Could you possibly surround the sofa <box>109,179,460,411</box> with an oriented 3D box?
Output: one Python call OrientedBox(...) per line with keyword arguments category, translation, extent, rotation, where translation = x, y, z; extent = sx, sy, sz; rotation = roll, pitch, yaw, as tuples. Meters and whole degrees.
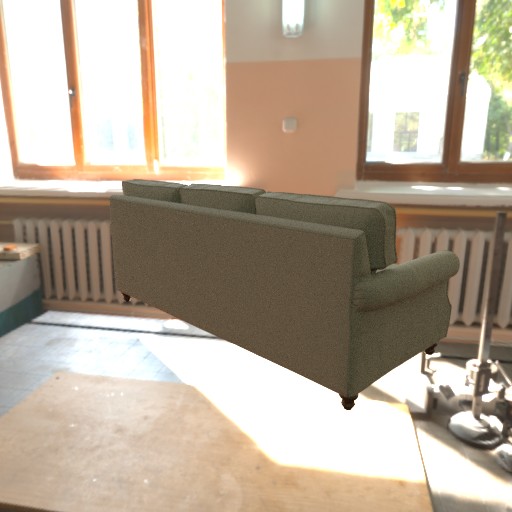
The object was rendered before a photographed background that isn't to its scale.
OrientedBox(category="sofa", translation=(0.000, 0.000, 2.896), extent=(0.966, 0.948, 2.354), rotation=(-13, 18, -42))
